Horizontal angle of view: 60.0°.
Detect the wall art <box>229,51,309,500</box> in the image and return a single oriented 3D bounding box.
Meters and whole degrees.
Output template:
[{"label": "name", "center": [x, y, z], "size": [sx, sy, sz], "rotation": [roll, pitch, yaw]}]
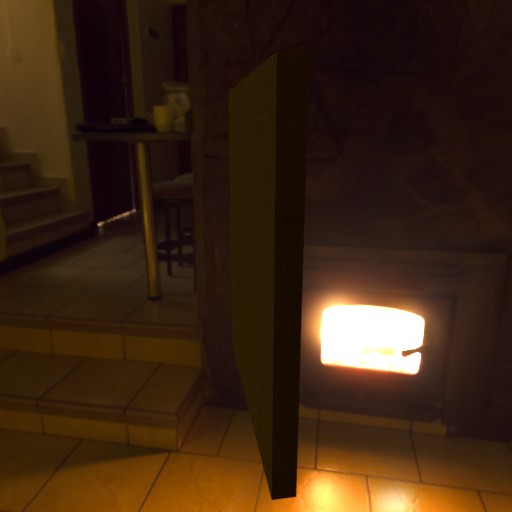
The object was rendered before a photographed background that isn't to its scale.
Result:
[{"label": "wall art", "center": [0.000, 0.000, 0.738], "size": [0.034, 0.552, 0.455], "rotation": [-3, 16, -9]}]
